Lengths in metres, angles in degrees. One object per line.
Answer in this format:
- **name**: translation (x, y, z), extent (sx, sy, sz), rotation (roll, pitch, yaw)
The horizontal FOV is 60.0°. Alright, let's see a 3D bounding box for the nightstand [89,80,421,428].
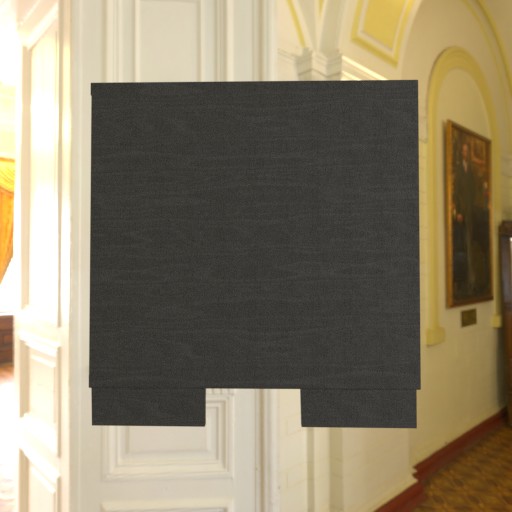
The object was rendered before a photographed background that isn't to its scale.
- **nightstand**: translation (0.000, 0.000, 0.743), extent (0.427, 0.448, 0.347), rotation (0, -1, 1)
